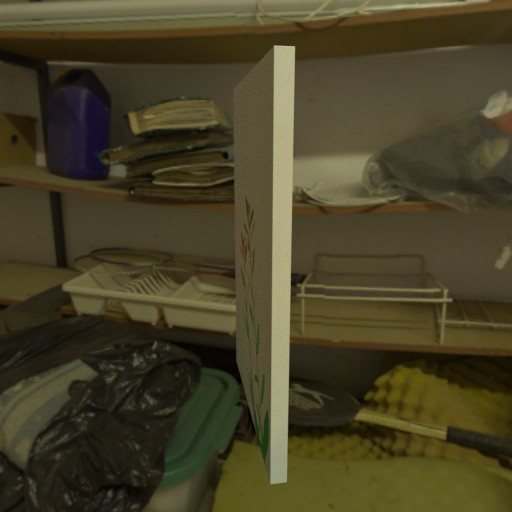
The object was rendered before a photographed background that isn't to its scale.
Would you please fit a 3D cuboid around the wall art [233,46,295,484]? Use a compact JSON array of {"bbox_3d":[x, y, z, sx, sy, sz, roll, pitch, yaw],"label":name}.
[{"bbox_3d":[0.000,0.000,1.190,0.039,0.915,0.612,-2,14,-9],"label":"wall art"}]
